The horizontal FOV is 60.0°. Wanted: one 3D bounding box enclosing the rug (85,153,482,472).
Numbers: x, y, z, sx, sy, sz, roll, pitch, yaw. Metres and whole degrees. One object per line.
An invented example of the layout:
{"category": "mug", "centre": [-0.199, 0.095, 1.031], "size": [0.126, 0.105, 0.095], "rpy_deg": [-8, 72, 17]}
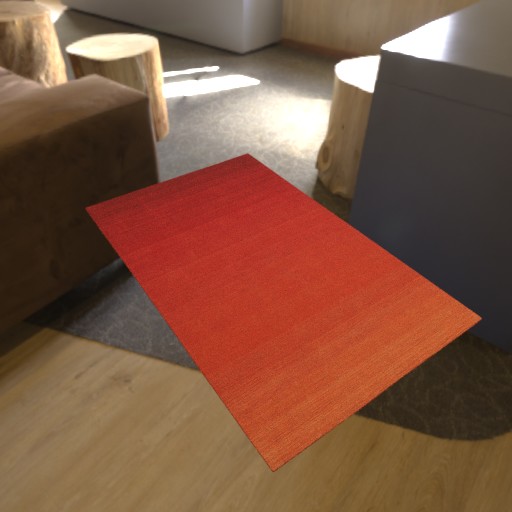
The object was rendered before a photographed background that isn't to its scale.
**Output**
{"category": "rug", "centre": [0.000, 0.000, 3.018], "size": [1.531, 0.010, 2.442], "rpy_deg": [-25, 47, -26]}
